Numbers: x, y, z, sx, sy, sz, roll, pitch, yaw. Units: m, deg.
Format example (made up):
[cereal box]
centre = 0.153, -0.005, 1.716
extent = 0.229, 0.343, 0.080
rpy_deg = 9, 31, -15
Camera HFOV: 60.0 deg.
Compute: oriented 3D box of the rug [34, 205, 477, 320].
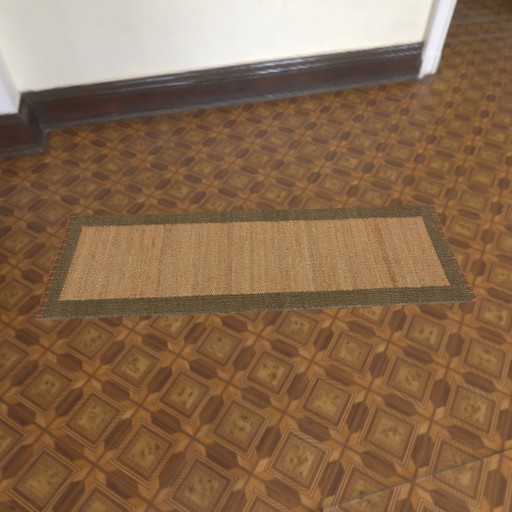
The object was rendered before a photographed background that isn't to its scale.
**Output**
[rug]
centre = 0.000, 0.000, 2.664
extent = 2.413, 0.016, 0.810
rpy_deg = -2, 48, -2
